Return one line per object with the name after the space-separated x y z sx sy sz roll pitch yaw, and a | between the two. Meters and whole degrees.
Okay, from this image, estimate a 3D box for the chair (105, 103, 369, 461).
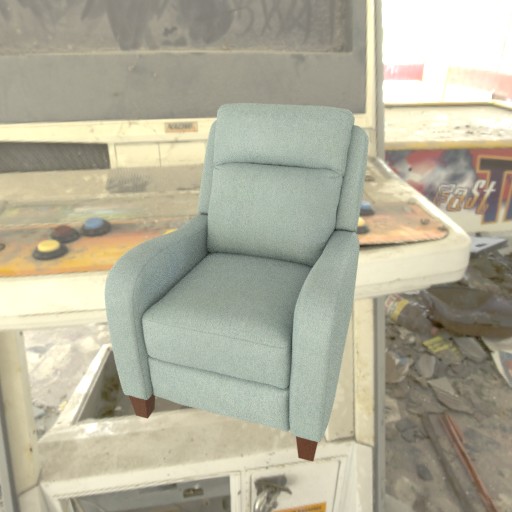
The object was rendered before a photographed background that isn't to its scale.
0.000 0.000 1.773 0.785 1.067 0.988 8 27 16 | chair
